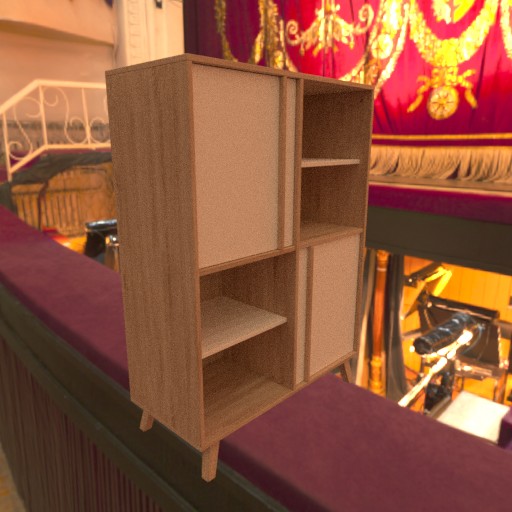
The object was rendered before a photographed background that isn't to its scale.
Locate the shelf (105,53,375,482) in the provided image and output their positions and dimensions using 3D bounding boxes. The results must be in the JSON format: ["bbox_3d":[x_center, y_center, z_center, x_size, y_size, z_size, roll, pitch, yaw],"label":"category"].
[{"bbox_3d":[0.000,0.000,1.861,0.450,1.390,1.000,13,20,42],"label":"shelf"}]
